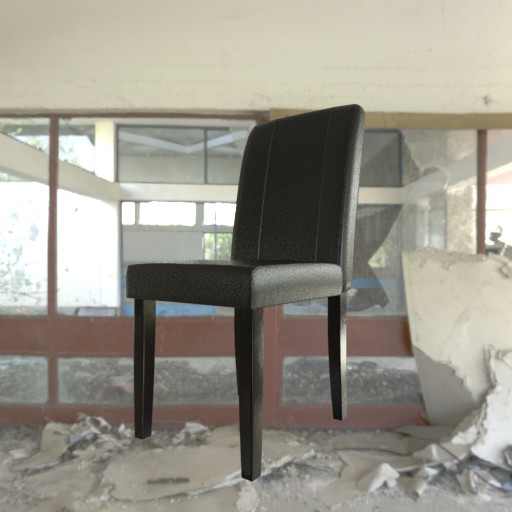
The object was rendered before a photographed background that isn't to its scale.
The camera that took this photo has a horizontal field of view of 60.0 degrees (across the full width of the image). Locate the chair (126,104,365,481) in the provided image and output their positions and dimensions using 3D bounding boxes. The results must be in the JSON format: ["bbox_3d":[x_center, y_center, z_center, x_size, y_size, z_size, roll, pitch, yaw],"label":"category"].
[{"bbox_3d":[0.000,0.000,1.193,0.399,0.897,0.556,0,0,37],"label":"chair"}]
